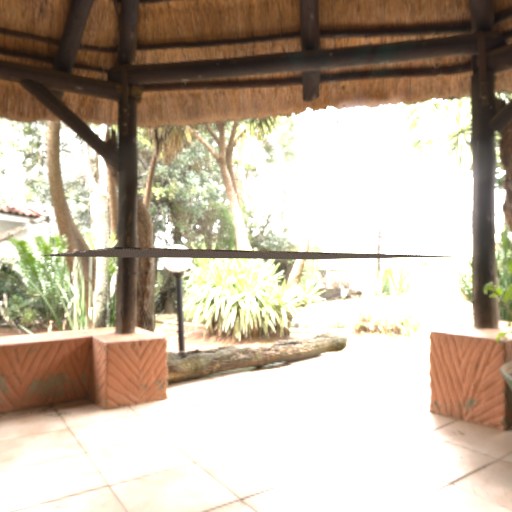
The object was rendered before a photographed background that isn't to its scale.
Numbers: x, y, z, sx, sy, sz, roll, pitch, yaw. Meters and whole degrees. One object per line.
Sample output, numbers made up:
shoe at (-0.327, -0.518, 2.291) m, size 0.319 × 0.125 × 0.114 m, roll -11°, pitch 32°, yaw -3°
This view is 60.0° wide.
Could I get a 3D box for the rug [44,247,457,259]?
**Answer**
rug at (0.000, 0.000, 3.050) m, size 2.423 × 0.008 × 1.513 m, roll 1°, pitch -2°, yaw -35°
